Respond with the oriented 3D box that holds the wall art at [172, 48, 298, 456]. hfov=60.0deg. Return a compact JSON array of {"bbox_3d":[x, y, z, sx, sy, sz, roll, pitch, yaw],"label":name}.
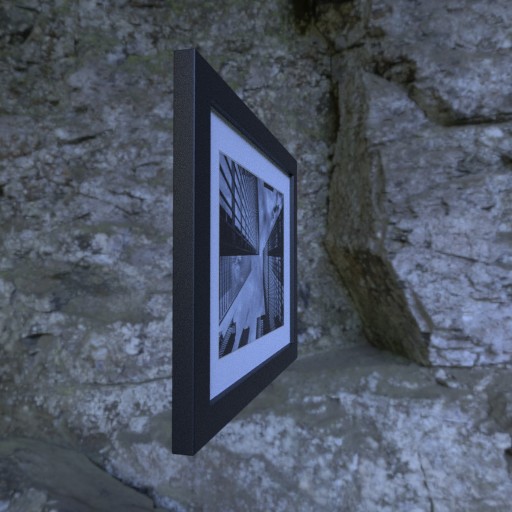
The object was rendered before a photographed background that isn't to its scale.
[{"bbox_3d":[0.000,0.000,0.762,0.031,0.457,0.558,0,-2,17],"label":"wall art"}]
